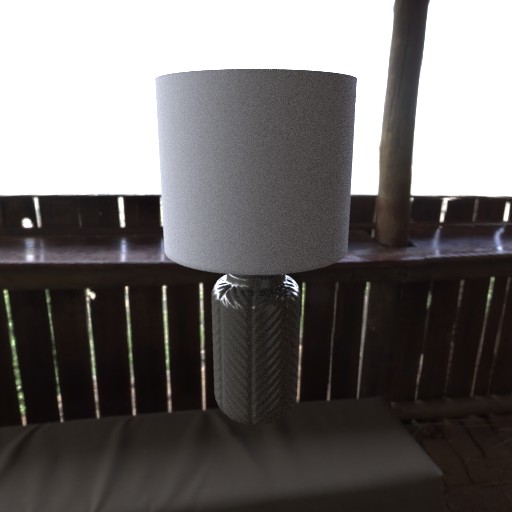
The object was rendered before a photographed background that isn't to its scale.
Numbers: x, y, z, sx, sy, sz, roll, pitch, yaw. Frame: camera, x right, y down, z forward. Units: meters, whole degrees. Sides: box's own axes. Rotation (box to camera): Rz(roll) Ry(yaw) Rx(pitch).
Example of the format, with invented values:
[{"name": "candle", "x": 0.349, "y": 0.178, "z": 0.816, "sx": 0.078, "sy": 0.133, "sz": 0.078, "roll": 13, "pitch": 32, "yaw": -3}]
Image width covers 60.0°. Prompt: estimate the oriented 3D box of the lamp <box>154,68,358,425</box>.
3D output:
[{"name": "lamp", "x": 0.000, "y": 0.000, "z": 0.505, "sx": 0.203, "sy": 0.389, "sz": 0.203, "roll": -9, "pitch": 18, "yaw": -27}]
